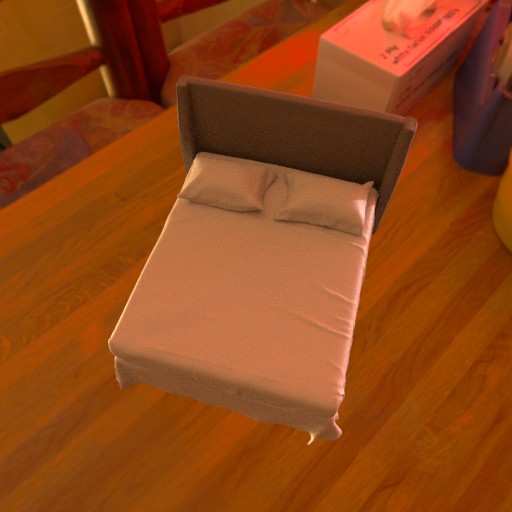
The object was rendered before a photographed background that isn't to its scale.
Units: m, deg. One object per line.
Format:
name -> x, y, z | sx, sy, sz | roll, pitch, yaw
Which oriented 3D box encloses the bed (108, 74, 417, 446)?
bed -> 0.000, 0.000, 3.473 | 1.925, 1.332, 2.276 | 14, 60, 8
